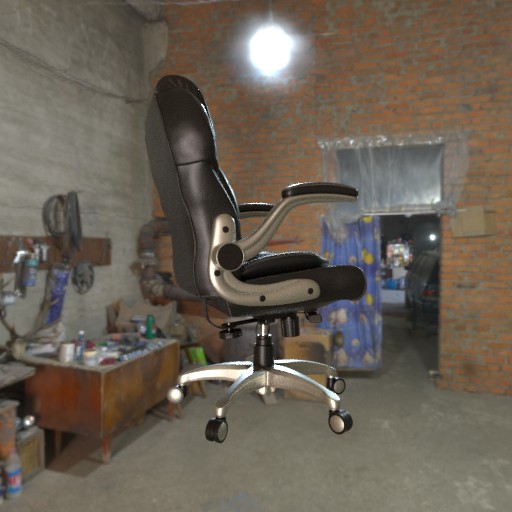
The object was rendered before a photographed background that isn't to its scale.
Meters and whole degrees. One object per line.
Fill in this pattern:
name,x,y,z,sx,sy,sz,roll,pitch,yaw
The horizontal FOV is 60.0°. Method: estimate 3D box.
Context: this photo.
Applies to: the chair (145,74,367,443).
chair,0.000,0.000,1.676,0.801,1.141,0.724,0,1,-18
